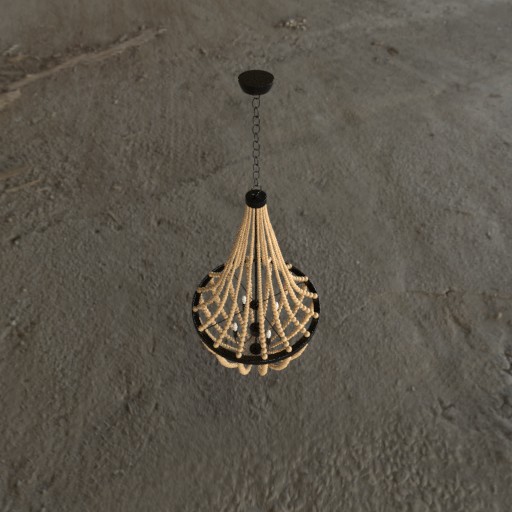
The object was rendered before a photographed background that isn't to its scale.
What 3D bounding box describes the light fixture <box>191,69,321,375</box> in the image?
[{"bbox_3d":[0.000,0.000,1.367,0.450,1.133,0.450,0,48,0],"label":"light fixture"}]
